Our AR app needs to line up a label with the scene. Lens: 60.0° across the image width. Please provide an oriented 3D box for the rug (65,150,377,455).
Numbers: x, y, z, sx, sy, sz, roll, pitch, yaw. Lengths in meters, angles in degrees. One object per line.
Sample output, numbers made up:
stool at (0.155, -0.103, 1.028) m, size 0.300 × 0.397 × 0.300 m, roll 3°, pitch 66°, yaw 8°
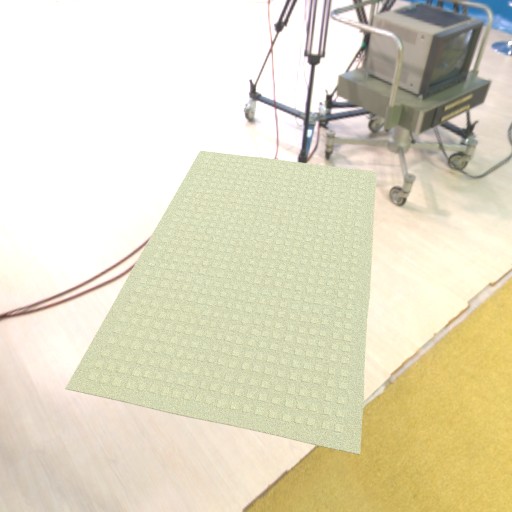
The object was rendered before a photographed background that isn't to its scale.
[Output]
rug at (0.000, 0.000, 2.237) m, size 1.143 × 0.006 × 1.747 m, roll 9°, pitch 46°, yaw 9°
